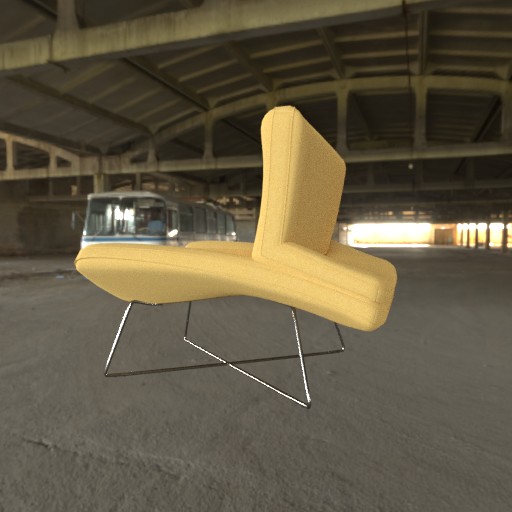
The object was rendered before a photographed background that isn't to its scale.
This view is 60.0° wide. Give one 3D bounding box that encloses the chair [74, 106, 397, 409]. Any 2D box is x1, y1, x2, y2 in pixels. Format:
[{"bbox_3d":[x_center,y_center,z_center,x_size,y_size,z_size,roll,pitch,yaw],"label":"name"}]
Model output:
[{"bbox_3d":[0.000,0.000,1.674,1.008,0.855,0.859,1,3,19],"label":"chair"}]
